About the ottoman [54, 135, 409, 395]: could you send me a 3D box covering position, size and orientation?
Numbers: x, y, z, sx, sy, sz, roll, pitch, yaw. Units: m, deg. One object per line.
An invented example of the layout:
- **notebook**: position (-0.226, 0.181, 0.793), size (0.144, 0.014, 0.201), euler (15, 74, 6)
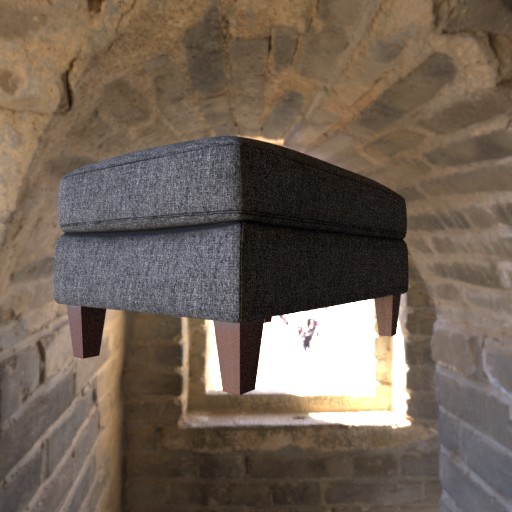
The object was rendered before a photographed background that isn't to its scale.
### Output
- **ottoman**: position (0.000, 0.000, 1.214), size (0.584, 0.483, 0.864), euler (0, -1, 37)
